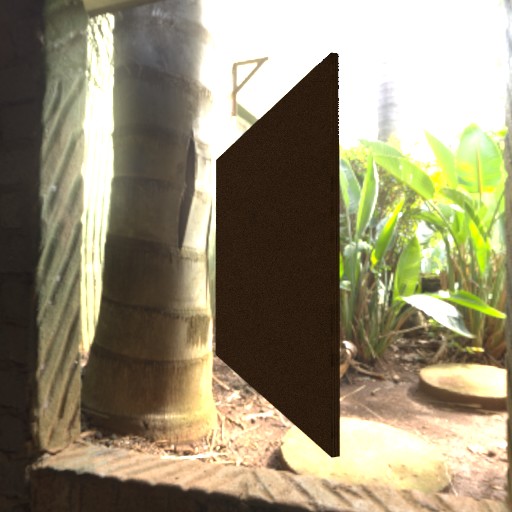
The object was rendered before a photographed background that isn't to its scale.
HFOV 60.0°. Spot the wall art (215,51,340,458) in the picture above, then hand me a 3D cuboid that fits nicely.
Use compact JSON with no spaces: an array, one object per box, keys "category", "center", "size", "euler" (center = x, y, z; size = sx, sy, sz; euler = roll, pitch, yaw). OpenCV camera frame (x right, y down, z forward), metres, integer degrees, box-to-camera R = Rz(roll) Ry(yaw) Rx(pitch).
[{"category":"wall art","center":[0.000,0.000,0.687],"size":[0.010,0.408,0.508],"euler":[0,-1,-18]}]
